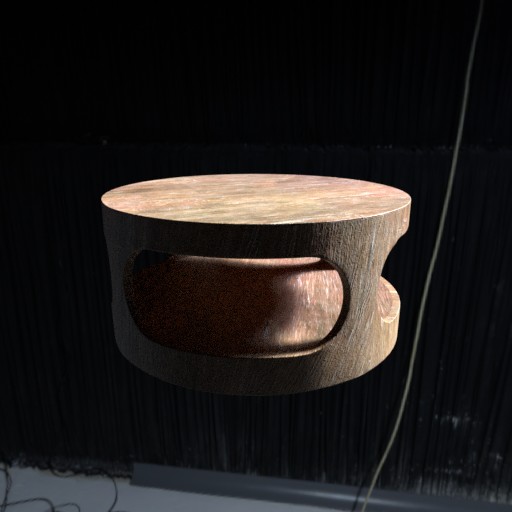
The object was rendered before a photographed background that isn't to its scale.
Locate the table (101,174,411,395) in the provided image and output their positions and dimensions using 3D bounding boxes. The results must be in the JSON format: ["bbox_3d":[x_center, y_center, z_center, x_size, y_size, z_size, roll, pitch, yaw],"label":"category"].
[{"bbox_3d":[0.000,0.000,1.534,0.974,0.450,0.974,0,17,0],"label":"table"}]
